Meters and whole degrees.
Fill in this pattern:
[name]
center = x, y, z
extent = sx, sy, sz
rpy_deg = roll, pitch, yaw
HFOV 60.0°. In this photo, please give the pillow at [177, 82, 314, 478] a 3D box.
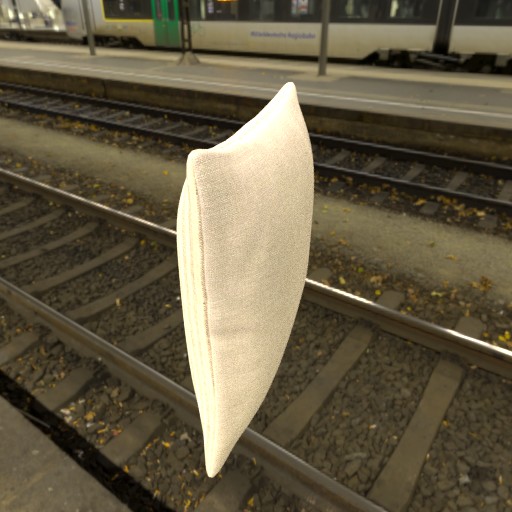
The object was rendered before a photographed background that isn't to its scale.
[pillow]
center = 0.000, 0.000, 0.777
extent = 0.166, 0.510, 0.523
rpy_deg = 7, 30, 13
